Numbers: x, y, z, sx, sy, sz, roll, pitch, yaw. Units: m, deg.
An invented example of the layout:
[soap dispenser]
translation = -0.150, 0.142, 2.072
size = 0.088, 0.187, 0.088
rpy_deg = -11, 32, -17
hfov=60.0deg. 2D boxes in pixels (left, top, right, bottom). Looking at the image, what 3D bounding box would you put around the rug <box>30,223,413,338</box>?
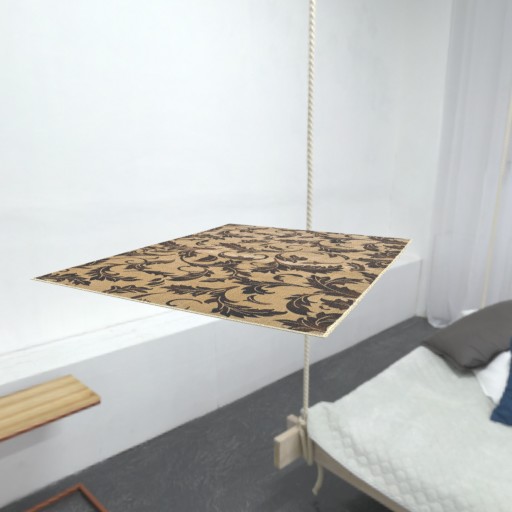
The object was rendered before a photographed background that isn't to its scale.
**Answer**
[rug]
translation = 0.000, 0.000, 4.131
size = 2.380, 0.008, 2.977
rpy_deg = 7, 15, 27
